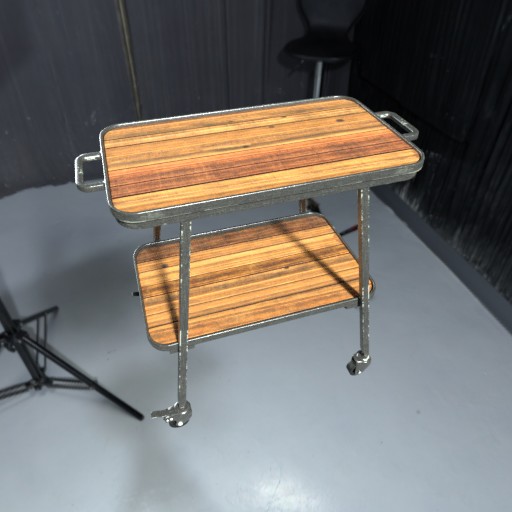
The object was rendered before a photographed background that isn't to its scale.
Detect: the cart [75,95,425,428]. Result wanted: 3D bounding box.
[{"bbox_3d":[0.000,0.000,1.260,0.806,0.700,0.515,-12,42,-13],"label":"cart"}]
